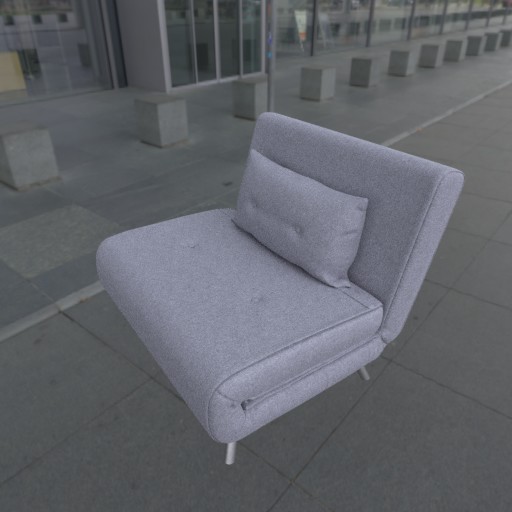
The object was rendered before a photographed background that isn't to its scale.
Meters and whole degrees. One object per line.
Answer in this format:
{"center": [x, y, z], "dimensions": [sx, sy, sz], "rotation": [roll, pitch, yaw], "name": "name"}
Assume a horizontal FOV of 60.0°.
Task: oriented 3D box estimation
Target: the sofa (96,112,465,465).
{"center": [0.000, 0.000, 1.739], "dimensions": [1.000, 0.825, 1.020], "rotation": [-20, 36, -30], "name": "sofa"}
